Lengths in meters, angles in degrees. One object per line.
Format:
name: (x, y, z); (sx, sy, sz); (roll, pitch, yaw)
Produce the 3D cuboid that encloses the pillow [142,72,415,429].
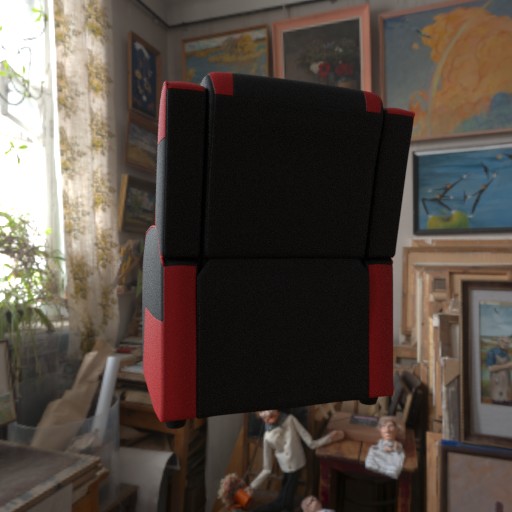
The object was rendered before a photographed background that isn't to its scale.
pillow: (0.000, 0.000, 1.307); (0.620, 0.805, 0.672); (0, 0, -18)
